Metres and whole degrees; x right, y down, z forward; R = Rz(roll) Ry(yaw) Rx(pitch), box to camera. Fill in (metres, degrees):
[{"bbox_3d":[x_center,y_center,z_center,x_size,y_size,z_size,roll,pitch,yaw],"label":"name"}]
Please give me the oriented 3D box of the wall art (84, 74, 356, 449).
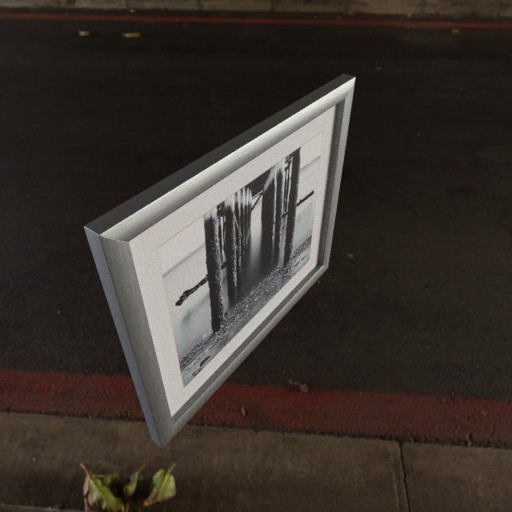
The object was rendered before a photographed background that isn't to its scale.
[{"bbox_3d":[0.000,0.000,0.764,0.028,0.457,0.556,26,47,27],"label":"wall art"}]
